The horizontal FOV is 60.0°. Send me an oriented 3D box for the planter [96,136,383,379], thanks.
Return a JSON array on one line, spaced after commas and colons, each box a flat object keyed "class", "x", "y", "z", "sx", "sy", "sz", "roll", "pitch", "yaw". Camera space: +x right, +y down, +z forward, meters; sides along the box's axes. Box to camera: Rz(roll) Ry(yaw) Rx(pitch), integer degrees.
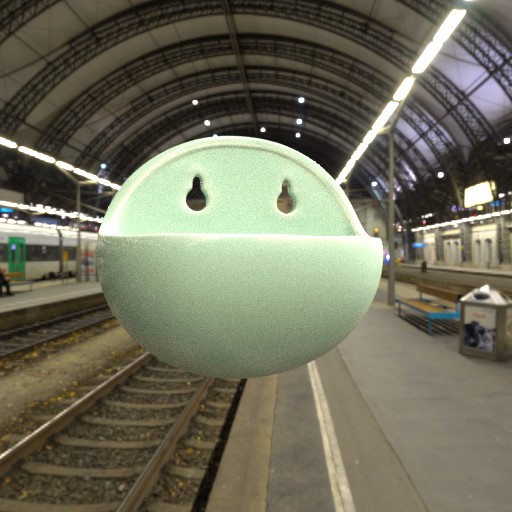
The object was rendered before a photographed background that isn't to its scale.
[{"class": "planter", "x": 0.000, "y": 0.000, "z": 0.275, "sx": 0.189, "sy": 0.164, "sz": 0.073, "roll": 0, "pitch": 0, "yaw": -17}]
